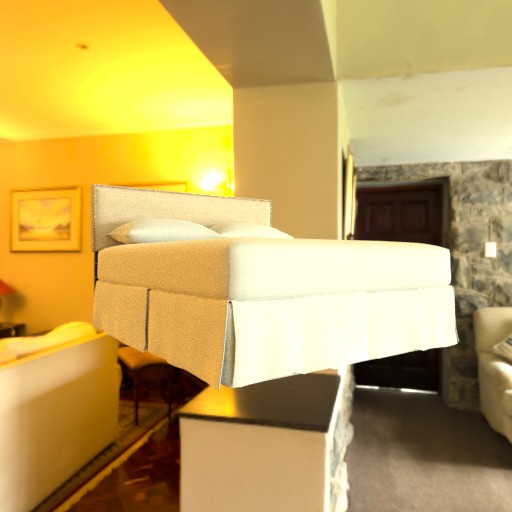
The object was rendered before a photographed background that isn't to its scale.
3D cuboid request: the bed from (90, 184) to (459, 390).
[{"bbox_3d":[0.000,0.000,2.845,1.616,1.016,1.876,0,0,-35],"label":"bed"}]
